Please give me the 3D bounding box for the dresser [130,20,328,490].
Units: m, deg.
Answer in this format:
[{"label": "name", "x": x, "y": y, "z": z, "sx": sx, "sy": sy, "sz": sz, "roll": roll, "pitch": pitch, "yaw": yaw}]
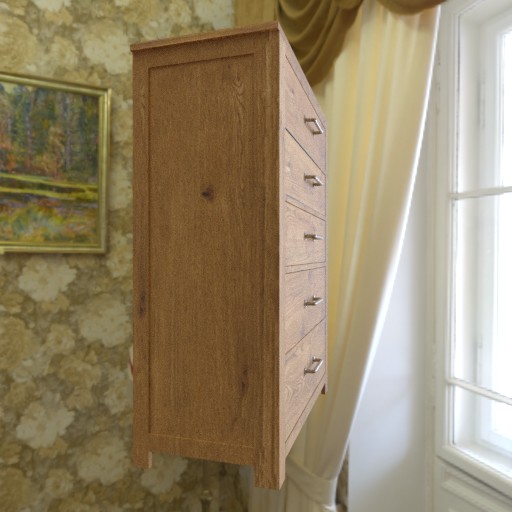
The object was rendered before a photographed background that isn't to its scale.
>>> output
[{"label": "dresser", "x": 0.000, "y": 0.000, "z": 1.925, "sx": 0.558, "sy": 1.431, "sz": 1.081, "roll": 0, "pitch": 0, "yaw": 17}]
